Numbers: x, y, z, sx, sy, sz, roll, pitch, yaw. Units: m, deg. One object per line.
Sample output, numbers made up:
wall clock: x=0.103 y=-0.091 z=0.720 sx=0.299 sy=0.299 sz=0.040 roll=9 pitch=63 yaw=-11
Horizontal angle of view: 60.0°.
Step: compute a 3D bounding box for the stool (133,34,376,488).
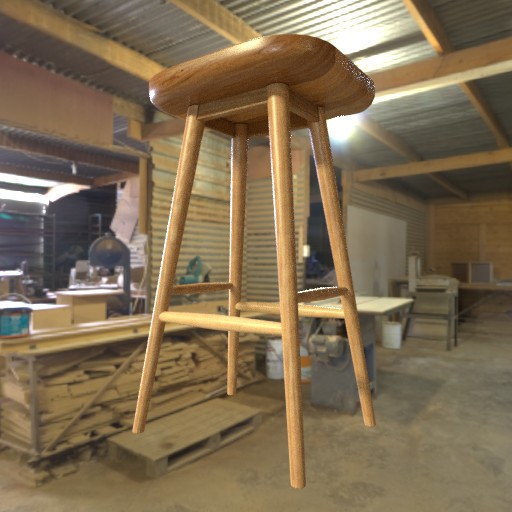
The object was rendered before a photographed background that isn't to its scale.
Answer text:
stool: x=0.000 y=0.000 z=0.901 sx=0.407 sy=0.698 sz=0.322 roll=0 pitch=0 yaw=35
